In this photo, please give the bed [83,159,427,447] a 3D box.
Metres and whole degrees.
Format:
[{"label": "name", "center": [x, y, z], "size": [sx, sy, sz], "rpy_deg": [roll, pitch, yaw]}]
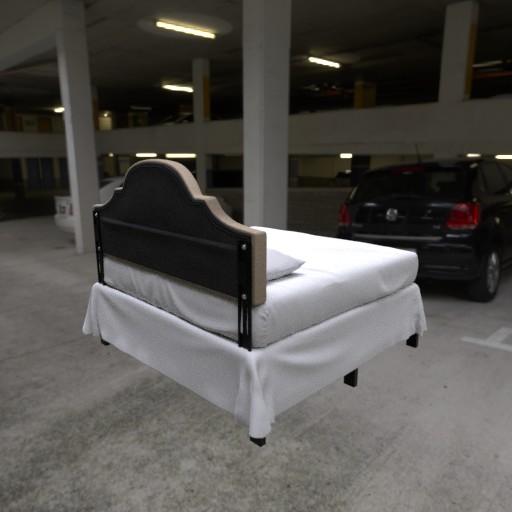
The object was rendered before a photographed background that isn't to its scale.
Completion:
[{"label": "bed", "center": [0.000, 0.000, 3.780], "size": [2.222, 1.631, 2.303], "rpy_deg": [-13, 18, -43]}]
